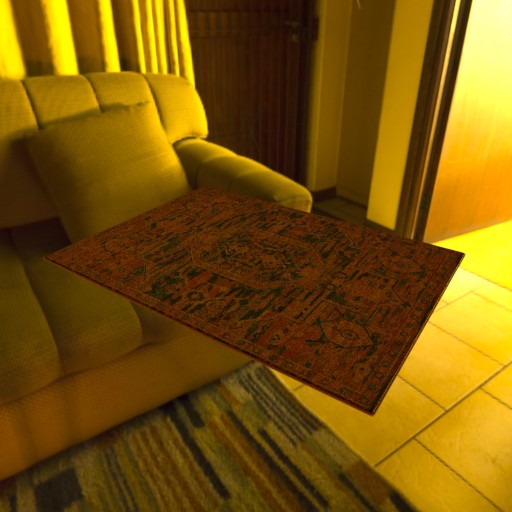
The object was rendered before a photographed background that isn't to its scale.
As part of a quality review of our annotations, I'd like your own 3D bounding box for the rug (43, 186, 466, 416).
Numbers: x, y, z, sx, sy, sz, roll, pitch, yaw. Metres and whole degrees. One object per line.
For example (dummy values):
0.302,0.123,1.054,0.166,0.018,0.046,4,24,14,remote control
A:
0.000,0.000,2.839,2.204,0.024,1.588,19,34,30,rug
